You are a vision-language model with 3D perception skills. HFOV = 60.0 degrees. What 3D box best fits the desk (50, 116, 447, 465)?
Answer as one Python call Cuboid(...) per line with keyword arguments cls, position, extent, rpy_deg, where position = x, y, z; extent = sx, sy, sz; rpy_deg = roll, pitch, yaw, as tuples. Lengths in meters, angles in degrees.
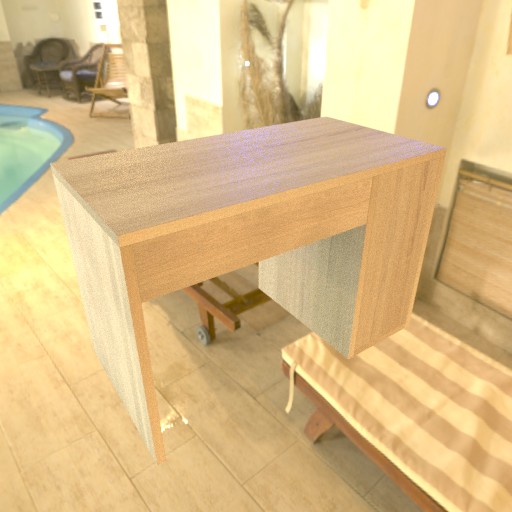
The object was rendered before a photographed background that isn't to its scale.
Cuboid(cls="desk", position=(0.000, 0.000, 1.566), extent=(1.100, 0.731, 0.600), rpy_deg=(-19, 35, -30))
